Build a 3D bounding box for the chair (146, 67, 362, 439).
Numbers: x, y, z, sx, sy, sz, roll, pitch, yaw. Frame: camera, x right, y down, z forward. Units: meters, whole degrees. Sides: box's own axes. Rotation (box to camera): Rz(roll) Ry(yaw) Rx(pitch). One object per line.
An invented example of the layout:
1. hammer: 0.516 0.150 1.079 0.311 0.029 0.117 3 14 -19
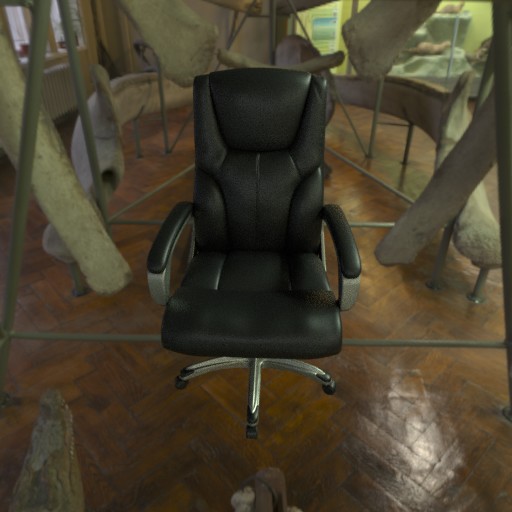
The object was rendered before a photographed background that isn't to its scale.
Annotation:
1. chair: 0.000 0.000 1.580 0.663 1.155 0.739 1 31 2
